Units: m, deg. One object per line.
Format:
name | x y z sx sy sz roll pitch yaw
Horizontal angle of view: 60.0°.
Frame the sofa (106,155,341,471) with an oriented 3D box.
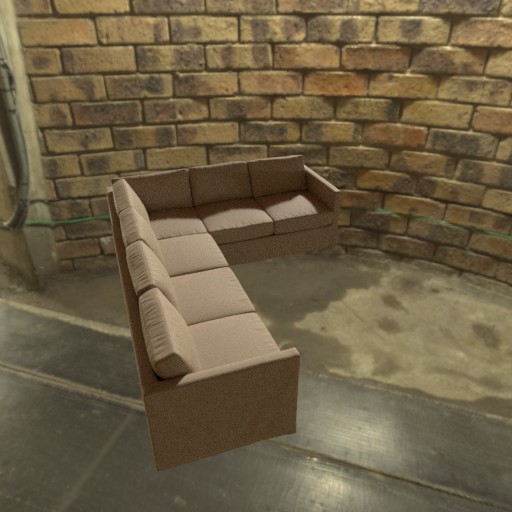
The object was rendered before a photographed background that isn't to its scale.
sofa | 0.000 0.000 4.111 2.432 0.871 3.182 -10 32 -17
